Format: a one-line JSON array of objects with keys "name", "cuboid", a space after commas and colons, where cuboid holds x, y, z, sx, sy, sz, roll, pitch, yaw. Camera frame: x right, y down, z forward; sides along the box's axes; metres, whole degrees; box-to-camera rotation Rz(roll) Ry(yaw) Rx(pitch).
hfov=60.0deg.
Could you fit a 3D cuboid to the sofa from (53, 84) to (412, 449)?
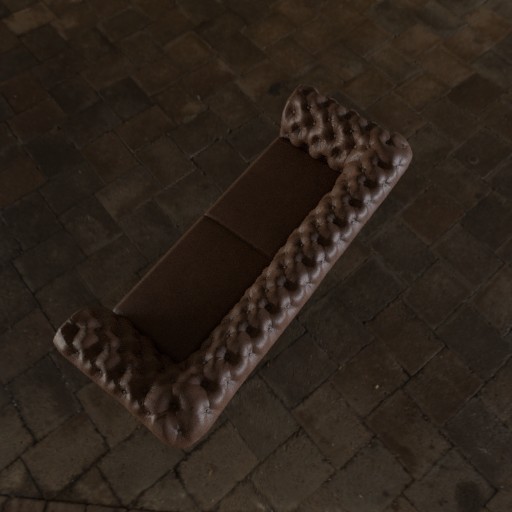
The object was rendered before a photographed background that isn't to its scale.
[{"name": "sofa", "cuboid": [0.000, 0.000, 2.904, 0.944, 0.783, 2.385, 35, 69, 15]}]
